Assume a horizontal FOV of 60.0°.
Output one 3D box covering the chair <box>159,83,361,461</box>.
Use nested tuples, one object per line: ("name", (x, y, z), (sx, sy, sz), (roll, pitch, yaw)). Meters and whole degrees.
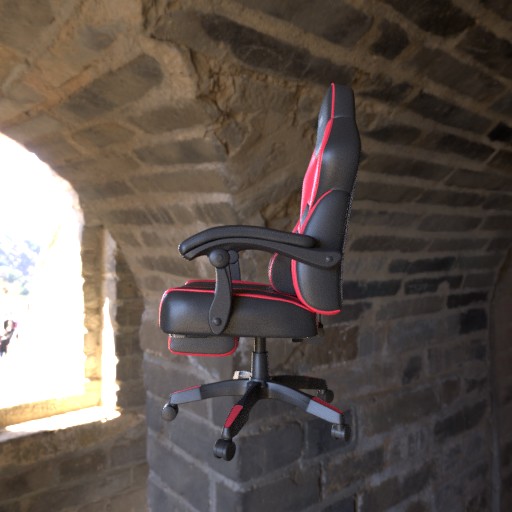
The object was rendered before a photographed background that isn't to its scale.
("chair", (0.000, 0.000, 1.647), (0.700, 1.220, 0.700), (0, 0, 1))
